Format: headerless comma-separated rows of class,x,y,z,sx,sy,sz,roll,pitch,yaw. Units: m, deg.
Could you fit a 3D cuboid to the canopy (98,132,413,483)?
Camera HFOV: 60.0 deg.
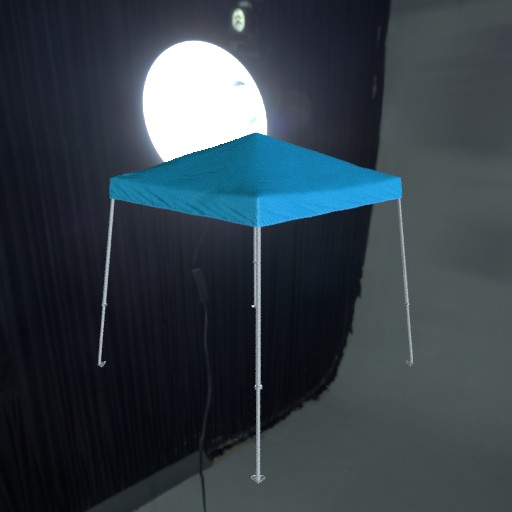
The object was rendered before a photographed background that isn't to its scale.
canopy,0.000,0.000,5.276,2.849,2.849,2.848,15,21,43
